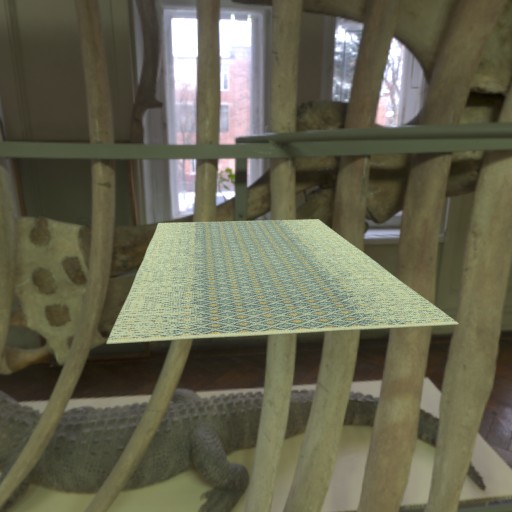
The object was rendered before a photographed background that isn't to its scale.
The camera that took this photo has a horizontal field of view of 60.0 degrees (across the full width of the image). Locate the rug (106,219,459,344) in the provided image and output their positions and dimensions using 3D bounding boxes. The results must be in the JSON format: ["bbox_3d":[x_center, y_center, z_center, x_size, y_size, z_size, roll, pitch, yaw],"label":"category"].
[{"bbox_3d":[0.000,0.000,3.073,1.541,0.008,2.448,-2,16,-7],"label":"rug"}]
